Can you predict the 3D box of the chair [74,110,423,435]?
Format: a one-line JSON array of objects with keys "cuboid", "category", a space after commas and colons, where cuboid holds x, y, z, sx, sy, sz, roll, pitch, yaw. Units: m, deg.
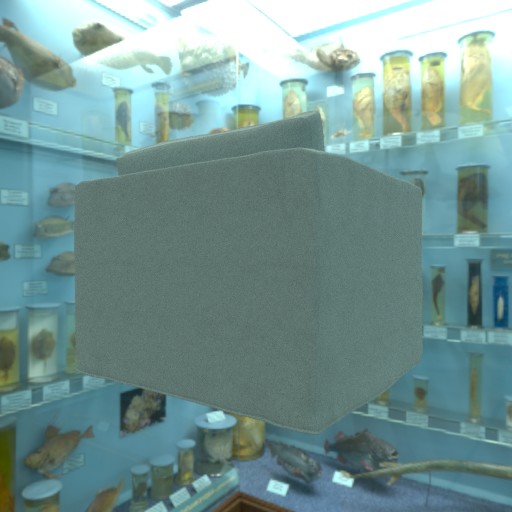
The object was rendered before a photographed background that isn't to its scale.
[{"cuboid": [0.000, 0.000, 1.732, 1.057, 0.863, 0.949, 0, 1, 36], "category": "chair"}]
